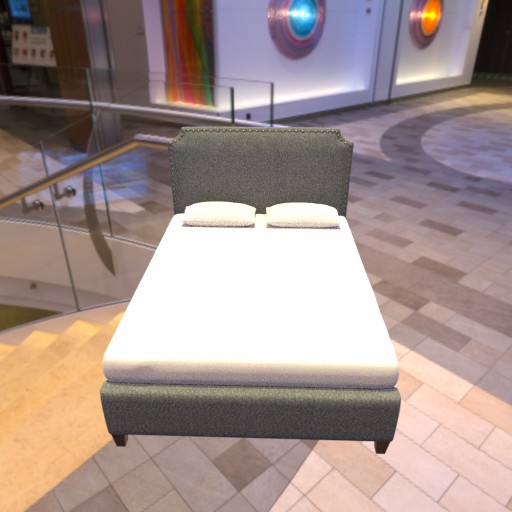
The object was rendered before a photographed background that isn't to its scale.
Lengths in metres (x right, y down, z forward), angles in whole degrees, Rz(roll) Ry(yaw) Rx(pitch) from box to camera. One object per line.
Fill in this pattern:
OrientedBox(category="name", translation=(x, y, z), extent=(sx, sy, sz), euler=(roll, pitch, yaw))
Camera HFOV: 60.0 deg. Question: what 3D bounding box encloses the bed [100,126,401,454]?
OrientedBox(category="bed", translation=(0.000, 0.000, 3.359), extent=(1.712, 1.443, 2.372), euler=(1, 28, 2))
